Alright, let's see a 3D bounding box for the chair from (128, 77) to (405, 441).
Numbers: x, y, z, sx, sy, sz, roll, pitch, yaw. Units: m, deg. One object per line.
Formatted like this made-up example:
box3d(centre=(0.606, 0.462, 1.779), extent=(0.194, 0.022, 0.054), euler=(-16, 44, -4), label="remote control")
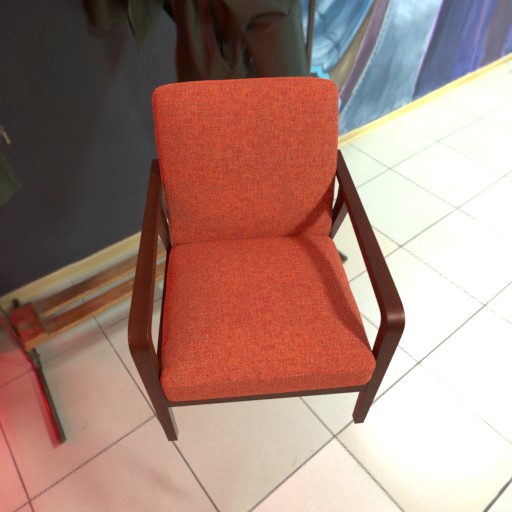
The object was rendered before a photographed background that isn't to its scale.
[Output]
box3d(centre=(0.000, 0.000, 1.478), extent=(0.719, 0.890, 0.860), euler=(-4, 47, -4), label="chair")
